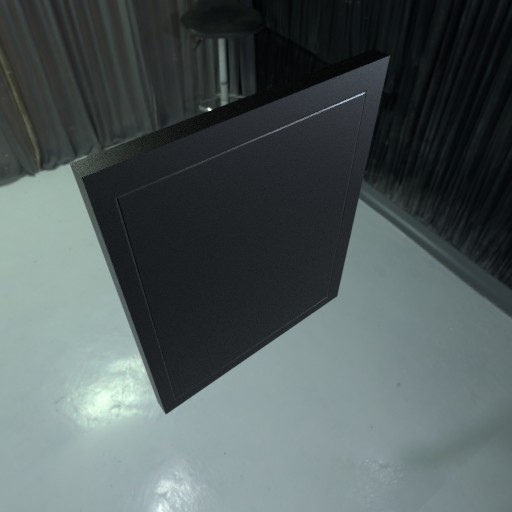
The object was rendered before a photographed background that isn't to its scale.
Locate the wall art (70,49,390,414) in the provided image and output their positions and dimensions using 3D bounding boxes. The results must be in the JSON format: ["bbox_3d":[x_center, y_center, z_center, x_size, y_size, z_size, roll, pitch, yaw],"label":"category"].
[{"bbox_3d":[0.000,0.000,0.747,0.461,0.558,0.031,-30,54,-25],"label":"wall art"}]
